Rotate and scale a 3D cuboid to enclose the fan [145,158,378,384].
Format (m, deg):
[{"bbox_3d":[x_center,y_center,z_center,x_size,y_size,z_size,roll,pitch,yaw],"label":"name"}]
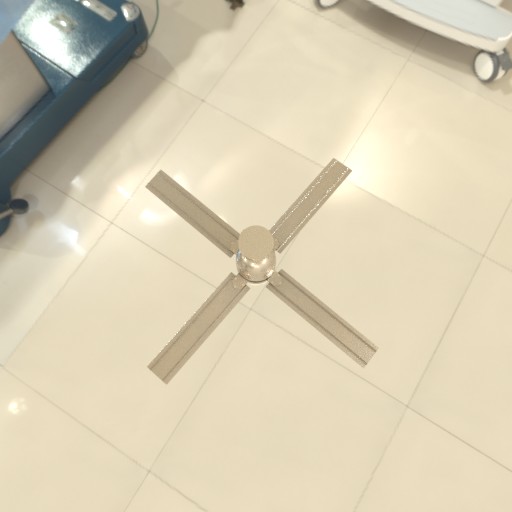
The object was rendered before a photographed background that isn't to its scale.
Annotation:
[{"bbox_3d":[0.000,0.000,1.963,1.346,0.406,1.346,38,78,10],"label":"fan"}]
